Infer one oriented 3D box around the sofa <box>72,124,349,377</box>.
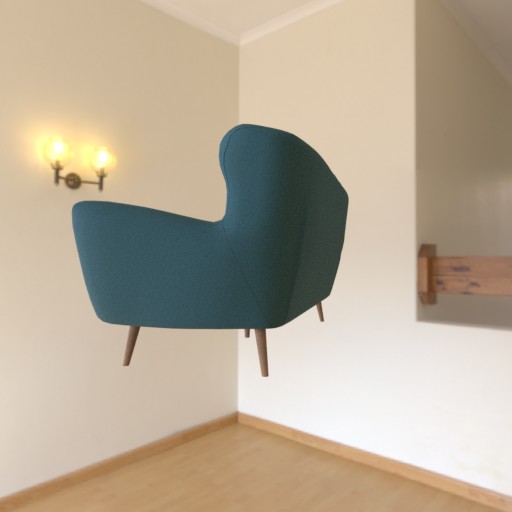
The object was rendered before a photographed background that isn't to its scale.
[{"bbox_3d":[0.000,0.000,2.399,0.889,0.890,1.930,0,0,17],"label":"sofa"}]
